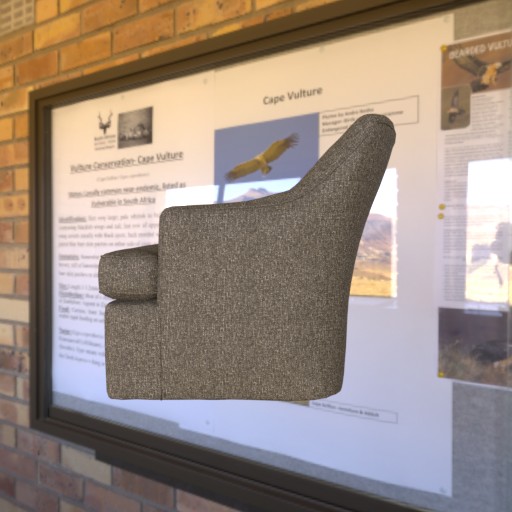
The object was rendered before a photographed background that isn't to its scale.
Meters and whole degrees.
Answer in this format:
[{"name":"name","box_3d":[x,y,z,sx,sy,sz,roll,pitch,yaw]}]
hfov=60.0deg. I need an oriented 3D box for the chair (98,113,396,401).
[{"name":"chair","box_3d":[0.000,0.000,1.619,0.923,0.856,0.864,0,1,-2]}]
